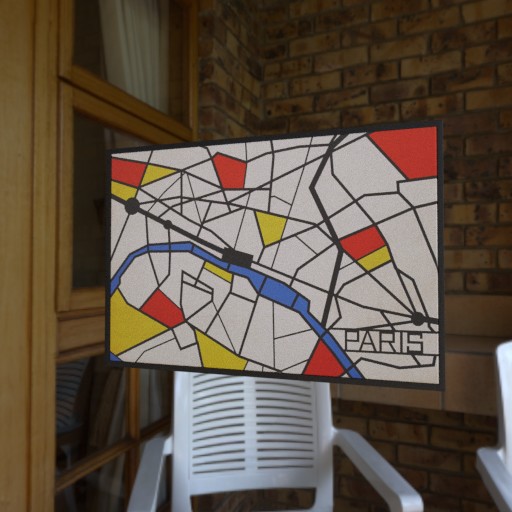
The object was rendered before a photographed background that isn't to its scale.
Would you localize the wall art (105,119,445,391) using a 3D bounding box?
[{"bbox_3d":[0.000,0.000,1.228,0.963,0.665,0.013,0,-1,17],"label":"wall art"}]
